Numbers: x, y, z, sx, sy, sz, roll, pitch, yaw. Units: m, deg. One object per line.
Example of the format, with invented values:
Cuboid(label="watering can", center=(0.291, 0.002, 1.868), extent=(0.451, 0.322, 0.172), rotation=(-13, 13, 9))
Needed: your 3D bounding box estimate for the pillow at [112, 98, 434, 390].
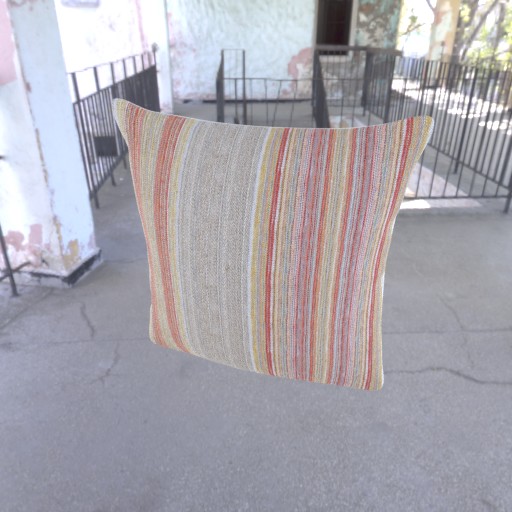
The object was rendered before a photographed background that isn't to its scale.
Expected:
Cuboid(label="pillow", center=(0.000, 0.000, 0.690), extent=(0.451, 0.449, 0.191), rotation=(8, 28, 16))
